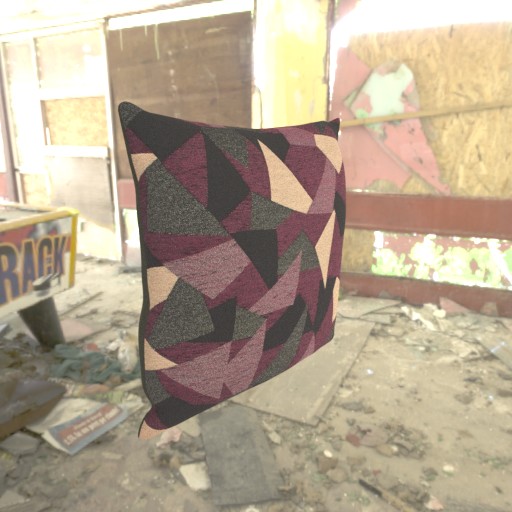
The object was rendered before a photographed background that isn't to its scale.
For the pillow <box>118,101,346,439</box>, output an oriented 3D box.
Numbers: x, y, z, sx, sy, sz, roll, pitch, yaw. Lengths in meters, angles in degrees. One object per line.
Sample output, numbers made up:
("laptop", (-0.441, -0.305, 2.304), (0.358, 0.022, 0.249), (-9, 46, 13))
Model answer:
("pillow", (0.000, 0.000, 0.785), (0.208, 0.496, 0.503), (14, 21, 43))
